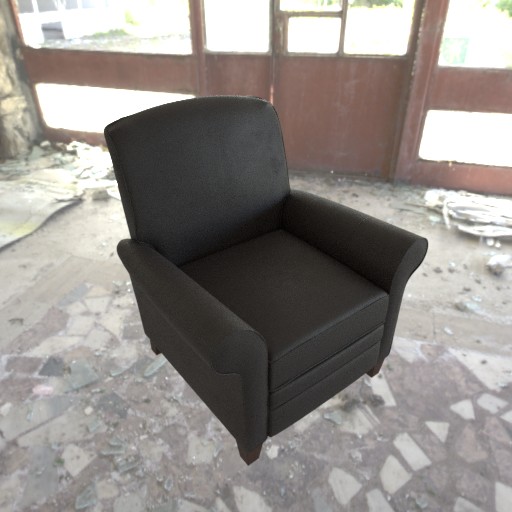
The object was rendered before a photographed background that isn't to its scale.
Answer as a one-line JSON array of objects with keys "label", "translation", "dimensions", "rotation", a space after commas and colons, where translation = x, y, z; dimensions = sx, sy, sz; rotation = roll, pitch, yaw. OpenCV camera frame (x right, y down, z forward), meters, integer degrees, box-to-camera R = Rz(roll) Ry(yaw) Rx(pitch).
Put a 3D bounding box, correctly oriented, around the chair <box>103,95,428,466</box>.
[{"label": "chair", "translation": [0.000, 0.000, 1.740], "dimensions": [0.978, 1.061, 0.902], "rotation": [-22, 37, -32]}]
